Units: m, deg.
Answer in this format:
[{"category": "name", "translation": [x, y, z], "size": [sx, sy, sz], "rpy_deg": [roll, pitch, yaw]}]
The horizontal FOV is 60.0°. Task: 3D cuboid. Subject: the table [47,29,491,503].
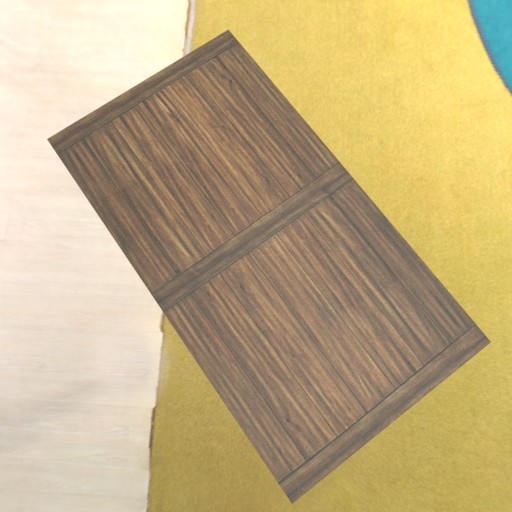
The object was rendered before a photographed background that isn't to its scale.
[{"category": "table", "translation": [0.000, 0.000, 2.407], "size": [1.071, 0.793, 1.966], "rpy_deg": [-35, 78, -8]}]
